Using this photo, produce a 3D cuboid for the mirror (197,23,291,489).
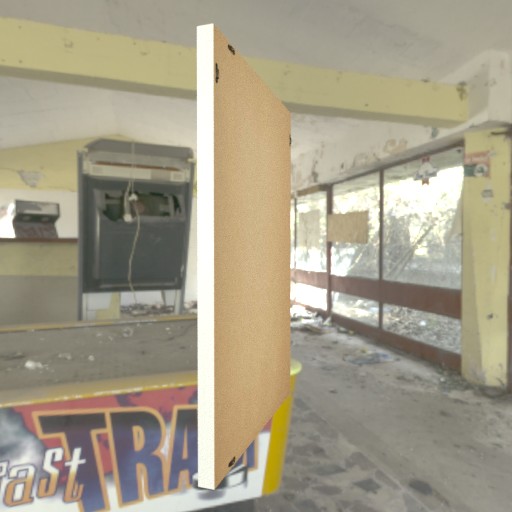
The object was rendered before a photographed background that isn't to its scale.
[{"bbox_3d":[0.000,0.000,1.162,0.041,0.914,0.609,0,1,19],"label":"mirror"}]
